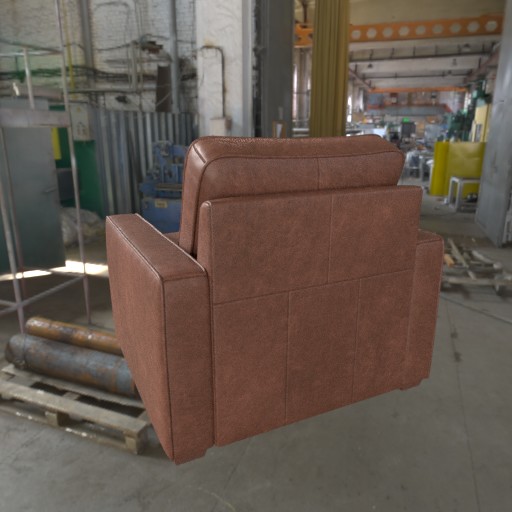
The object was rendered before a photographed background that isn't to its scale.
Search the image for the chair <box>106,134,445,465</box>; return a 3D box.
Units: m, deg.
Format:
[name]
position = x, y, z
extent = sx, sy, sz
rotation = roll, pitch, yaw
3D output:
[chair]
position = 0.000, 0.000, 1.721
extent = 1.017, 0.919, 0.940
rotation = -8, 18, -25
